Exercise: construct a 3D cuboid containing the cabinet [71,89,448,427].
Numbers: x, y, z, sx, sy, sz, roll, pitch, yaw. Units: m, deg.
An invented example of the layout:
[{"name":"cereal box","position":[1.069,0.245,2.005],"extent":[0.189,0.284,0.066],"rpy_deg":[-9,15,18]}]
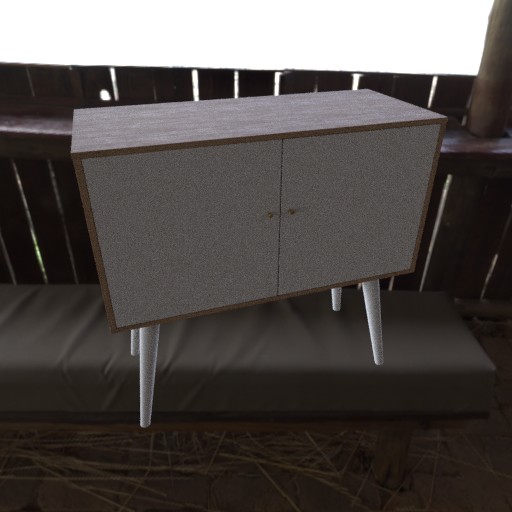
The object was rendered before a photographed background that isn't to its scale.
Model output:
[{"name":"cabinet","position":[0.000,0.000,1.617],"extent":[1.057,1.016,0.470],"rpy_deg":[-10,32,-16]}]
